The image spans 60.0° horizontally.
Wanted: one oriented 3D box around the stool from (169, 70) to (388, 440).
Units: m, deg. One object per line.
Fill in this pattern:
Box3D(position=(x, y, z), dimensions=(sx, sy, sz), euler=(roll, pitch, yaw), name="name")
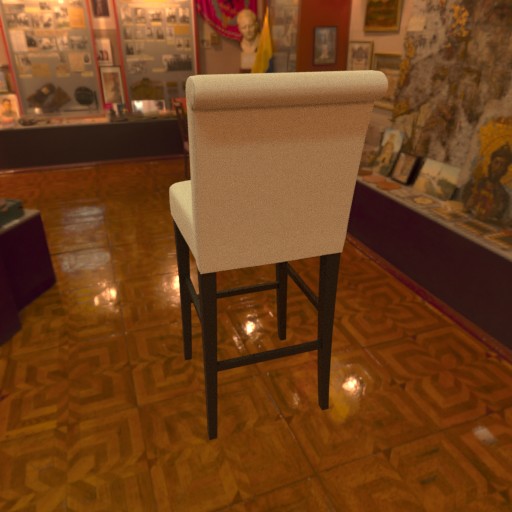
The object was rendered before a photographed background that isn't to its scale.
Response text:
Box3D(position=(0.000, 0.000, 1.421), dimensions=(0.452, 1.124, 0.597), euler=(-8, 28, -16), name="stool")
